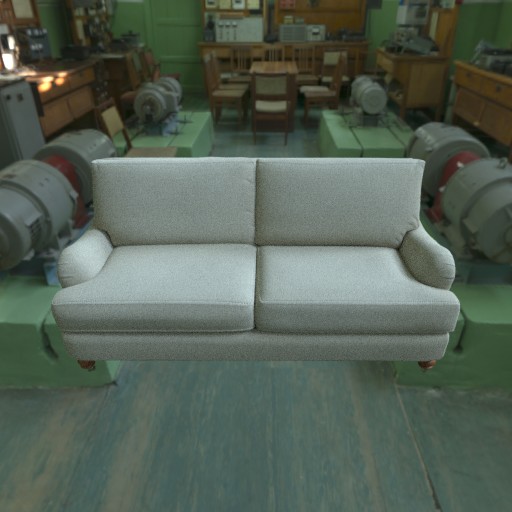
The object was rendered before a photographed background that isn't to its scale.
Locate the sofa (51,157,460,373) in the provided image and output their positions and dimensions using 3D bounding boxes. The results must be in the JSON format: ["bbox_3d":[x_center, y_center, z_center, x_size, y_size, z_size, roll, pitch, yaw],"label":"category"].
[{"bbox_3d":[0.000,0.000,2.602,2.070,0.997,1.091,0,30,0],"label":"sofa"}]
